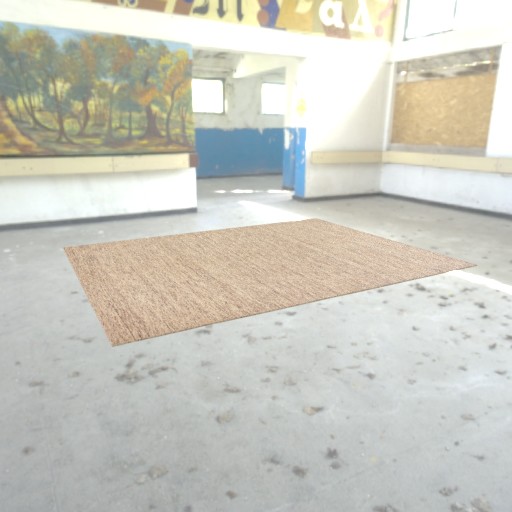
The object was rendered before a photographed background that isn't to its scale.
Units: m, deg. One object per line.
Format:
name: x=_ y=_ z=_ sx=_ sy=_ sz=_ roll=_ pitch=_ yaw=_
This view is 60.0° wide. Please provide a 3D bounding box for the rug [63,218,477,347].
rug: x=0.000 y=0.000 z=4.281 sx=3.205 sy=0.013 sz=2.448 roll=-9 pitch=18 yaw=-28
